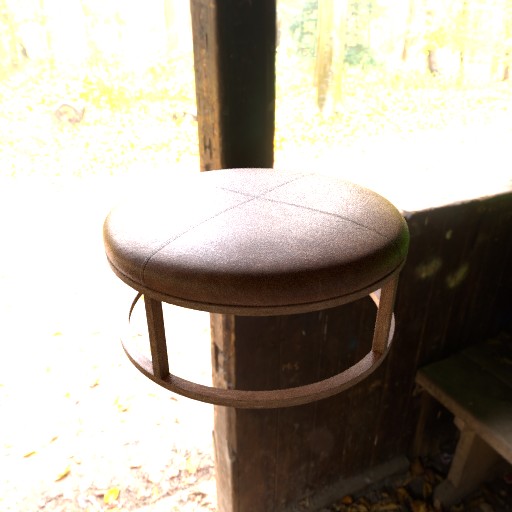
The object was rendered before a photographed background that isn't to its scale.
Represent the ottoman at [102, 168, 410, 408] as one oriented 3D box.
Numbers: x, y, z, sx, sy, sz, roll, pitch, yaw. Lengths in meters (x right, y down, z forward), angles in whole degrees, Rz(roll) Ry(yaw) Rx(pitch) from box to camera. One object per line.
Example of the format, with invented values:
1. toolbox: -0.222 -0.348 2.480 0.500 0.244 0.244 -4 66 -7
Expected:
1. ottoman: 0.000 0.000 1.567 1.006 0.445 1.006 0 26 0
